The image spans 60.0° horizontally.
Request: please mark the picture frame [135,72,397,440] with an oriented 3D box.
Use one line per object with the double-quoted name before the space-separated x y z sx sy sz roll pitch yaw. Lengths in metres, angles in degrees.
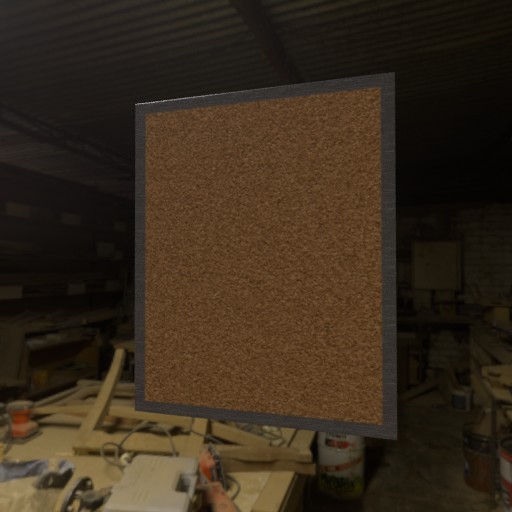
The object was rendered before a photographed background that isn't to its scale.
"picture frame" 0.000 0.000 0.753 0.454 0.559 0.029 0 -1 17
